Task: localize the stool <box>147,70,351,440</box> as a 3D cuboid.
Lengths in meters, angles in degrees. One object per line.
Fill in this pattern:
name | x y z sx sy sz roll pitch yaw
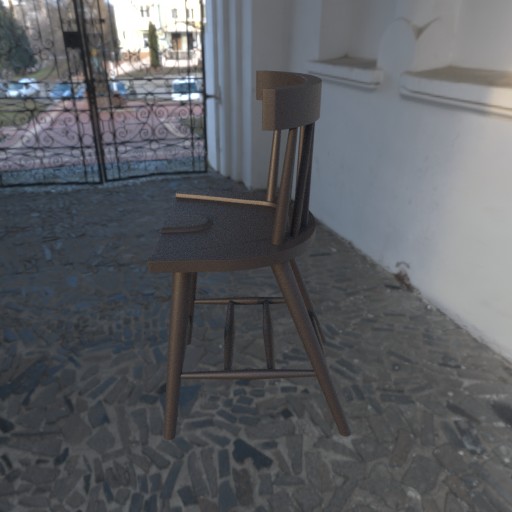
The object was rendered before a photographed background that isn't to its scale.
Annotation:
stool | 0.000 0.000 1.276 0.549 0.953 0.494 -1 27 -1
